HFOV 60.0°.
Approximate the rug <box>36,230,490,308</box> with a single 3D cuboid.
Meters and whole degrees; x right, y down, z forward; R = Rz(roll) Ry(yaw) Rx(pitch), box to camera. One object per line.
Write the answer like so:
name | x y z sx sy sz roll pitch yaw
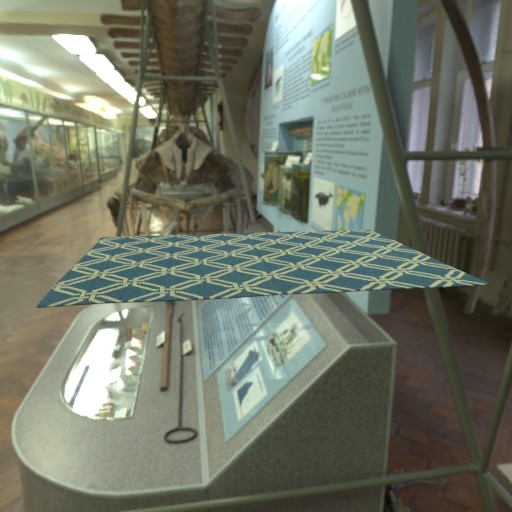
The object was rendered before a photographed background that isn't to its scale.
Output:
rug | 0.000 0.000 2.753 2.135 0.013 1.524 -2 14 -9
